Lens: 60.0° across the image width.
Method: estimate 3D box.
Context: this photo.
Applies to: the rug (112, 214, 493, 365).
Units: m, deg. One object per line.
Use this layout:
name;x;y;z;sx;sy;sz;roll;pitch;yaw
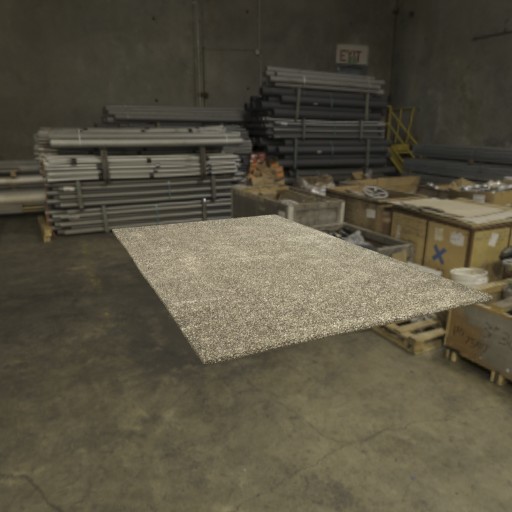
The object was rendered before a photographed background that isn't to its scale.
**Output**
rug;0.000;0.000;2.904;1.502;0.025;2.350;-7;18;-24
